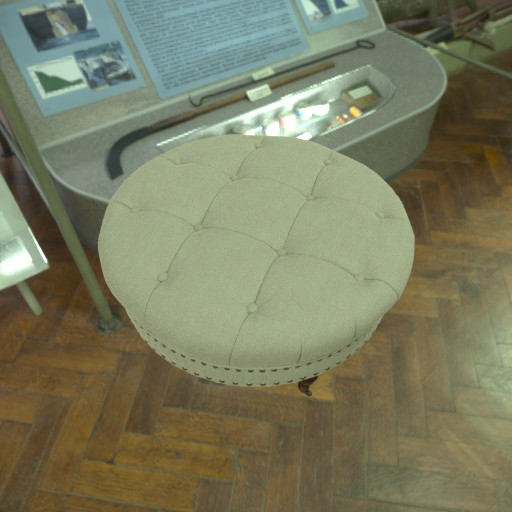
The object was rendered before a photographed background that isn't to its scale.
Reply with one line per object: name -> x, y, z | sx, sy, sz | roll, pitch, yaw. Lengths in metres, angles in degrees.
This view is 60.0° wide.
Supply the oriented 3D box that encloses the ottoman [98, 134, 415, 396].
ottoman -> 0.000, 0.000, 1.405 | 0.901, 0.439, 0.901 | 0, 47, 0
